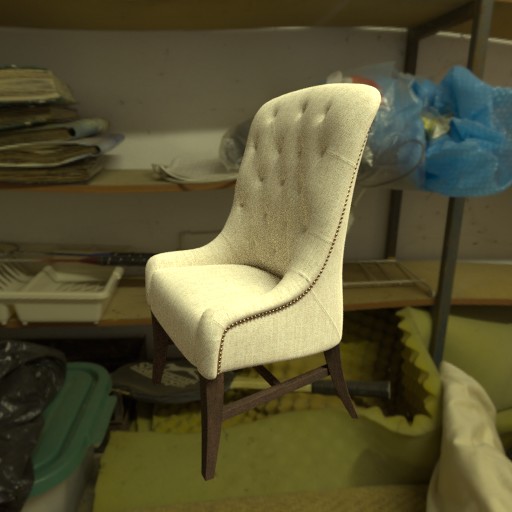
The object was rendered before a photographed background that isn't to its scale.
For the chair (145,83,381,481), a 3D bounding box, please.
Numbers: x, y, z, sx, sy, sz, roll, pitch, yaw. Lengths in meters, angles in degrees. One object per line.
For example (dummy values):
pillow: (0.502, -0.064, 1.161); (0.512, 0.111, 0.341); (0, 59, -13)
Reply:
chair: (0.000, 0.000, 1.477); (0.629, 1.091, 0.634); (-8, 18, -26)
